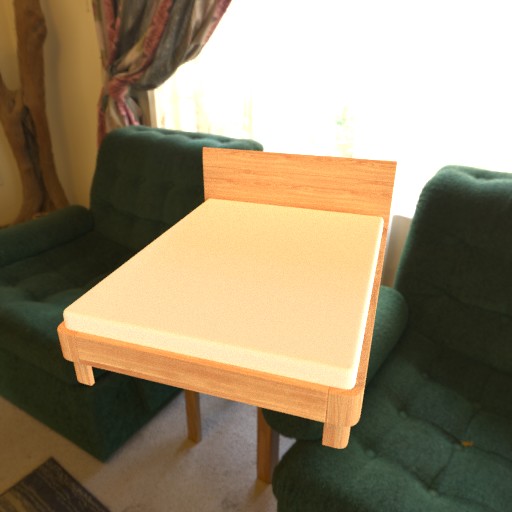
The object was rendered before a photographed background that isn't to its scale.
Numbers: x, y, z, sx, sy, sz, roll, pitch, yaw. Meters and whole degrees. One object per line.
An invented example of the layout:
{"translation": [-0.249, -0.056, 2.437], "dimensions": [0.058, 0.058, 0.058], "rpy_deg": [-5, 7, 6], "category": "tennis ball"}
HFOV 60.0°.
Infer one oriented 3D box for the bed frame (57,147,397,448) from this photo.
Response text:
{"translation": [0.000, 0.000, 3.028], "dimensions": [1.660, 0.940, 2.092], "rpy_deg": [8, 27, 16], "category": "bed frame"}
